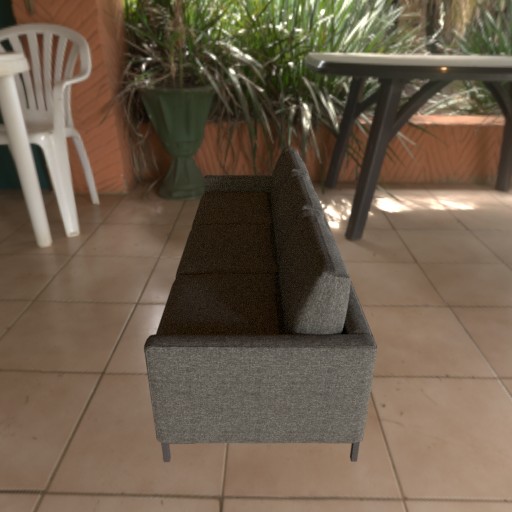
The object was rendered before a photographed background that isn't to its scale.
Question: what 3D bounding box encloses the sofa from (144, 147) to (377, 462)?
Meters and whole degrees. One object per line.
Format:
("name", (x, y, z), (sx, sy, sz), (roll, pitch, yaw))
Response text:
("sofa", (0.000, 0.000, 2.666), (0.876, 0.879, 2.253), (0, 26, 0))
